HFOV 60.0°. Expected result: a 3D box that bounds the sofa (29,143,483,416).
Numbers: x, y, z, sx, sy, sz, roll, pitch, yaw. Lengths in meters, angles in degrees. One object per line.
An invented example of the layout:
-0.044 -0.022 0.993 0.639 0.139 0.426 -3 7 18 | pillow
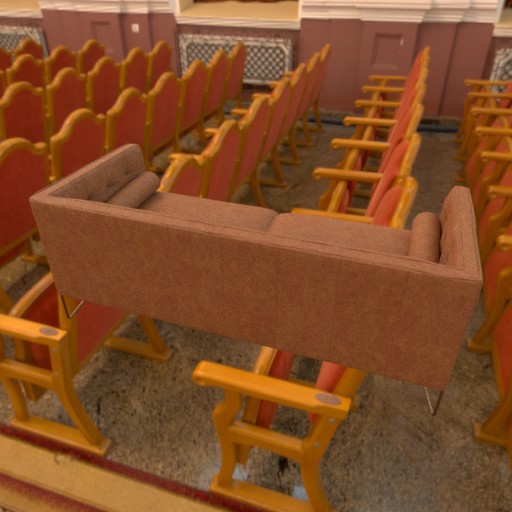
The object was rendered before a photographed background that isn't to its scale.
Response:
0.000 0.000 2.443 2.079 0.798 0.912 11 35 16 | sofa
